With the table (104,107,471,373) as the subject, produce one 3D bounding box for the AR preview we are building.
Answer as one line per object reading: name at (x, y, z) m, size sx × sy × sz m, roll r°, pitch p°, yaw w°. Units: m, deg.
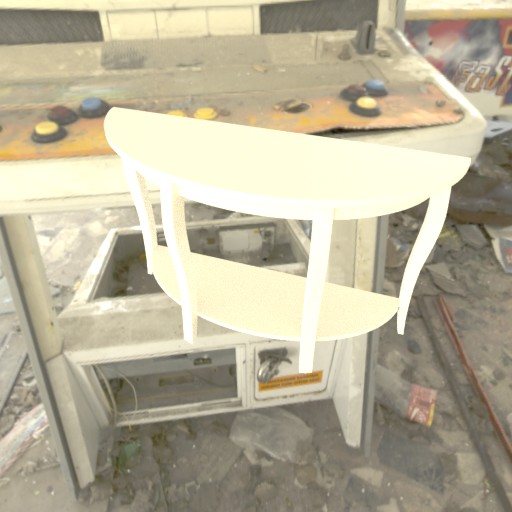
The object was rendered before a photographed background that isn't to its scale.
table at (0.000, 0.000, 1.580) m, size 1.219 × 0.780 × 0.394 m, roll 12°, pitch 42°, yaw 14°
